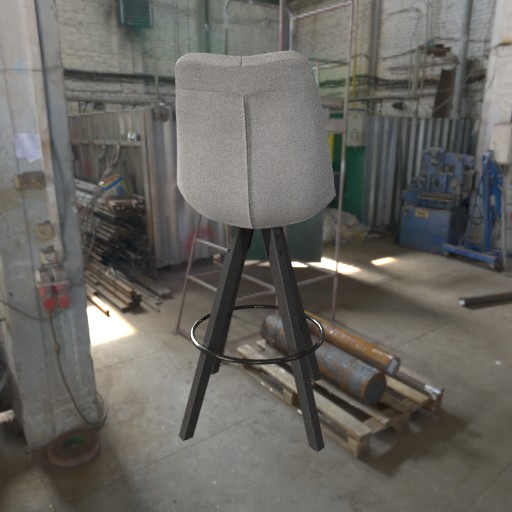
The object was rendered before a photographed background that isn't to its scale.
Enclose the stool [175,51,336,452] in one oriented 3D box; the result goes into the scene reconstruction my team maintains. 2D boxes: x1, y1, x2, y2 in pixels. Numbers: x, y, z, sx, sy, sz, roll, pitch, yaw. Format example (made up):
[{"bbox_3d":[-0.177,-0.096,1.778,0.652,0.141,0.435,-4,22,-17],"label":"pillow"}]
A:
[{"bbox_3d":[0.000,0.000,1.407,0.485,1.115,0.550,2,16,7],"label":"stool"}]
